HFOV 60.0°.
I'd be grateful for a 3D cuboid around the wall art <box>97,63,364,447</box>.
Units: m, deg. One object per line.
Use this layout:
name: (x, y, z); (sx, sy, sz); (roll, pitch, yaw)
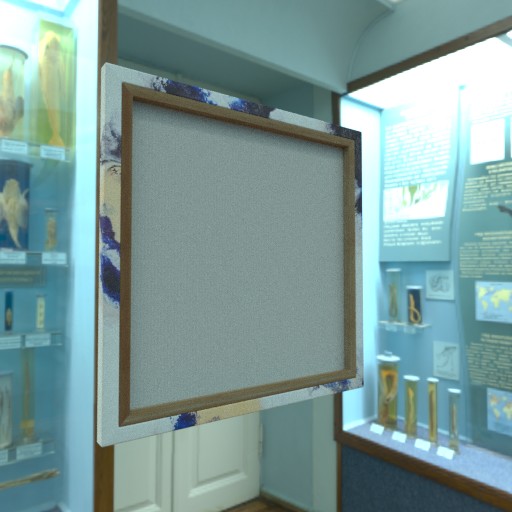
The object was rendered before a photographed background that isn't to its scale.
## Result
wall art: (0.000, 0.000, 1.289); (0.887, 0.885, 0.038); (1, -2, -36)
